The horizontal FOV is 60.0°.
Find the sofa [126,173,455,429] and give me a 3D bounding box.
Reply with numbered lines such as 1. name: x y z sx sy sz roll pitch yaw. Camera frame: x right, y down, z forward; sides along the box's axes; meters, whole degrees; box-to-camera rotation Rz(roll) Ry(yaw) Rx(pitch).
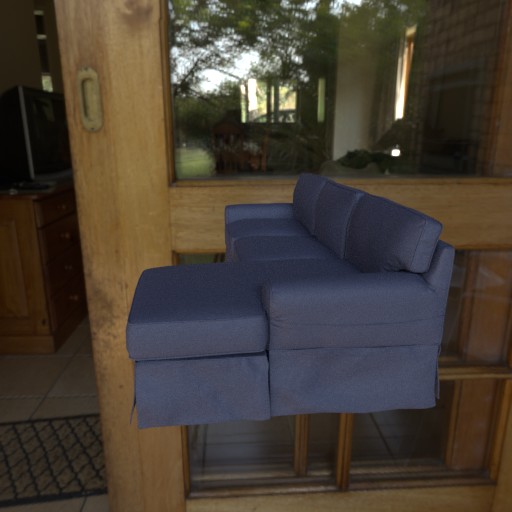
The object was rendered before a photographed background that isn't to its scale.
1. sofa: 0.000 0.000 3.296 1.637 1.039 2.518 -2 16 -8
